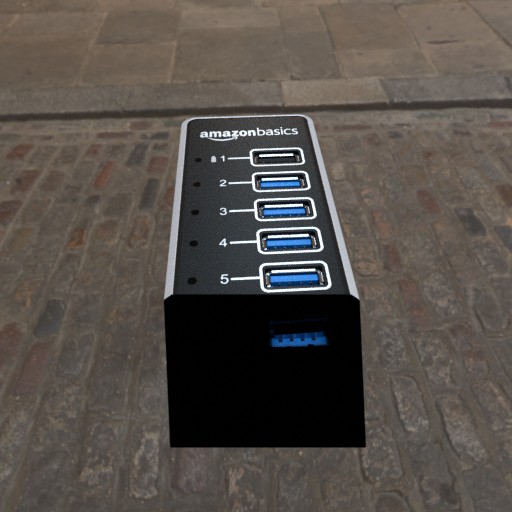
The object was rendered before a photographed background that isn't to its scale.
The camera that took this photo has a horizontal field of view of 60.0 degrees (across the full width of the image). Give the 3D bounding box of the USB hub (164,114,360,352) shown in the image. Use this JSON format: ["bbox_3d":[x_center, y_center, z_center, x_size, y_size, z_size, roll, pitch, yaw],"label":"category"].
[{"bbox_3d":[0.000,0.000,0.123,0.044,0.023,0.110,-2,48,-2],"label":"USB hub"}]
